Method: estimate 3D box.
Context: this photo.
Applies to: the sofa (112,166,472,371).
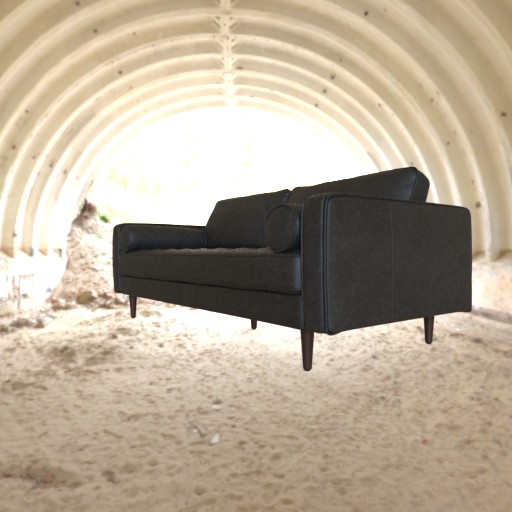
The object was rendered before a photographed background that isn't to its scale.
[{"bbox_3d":[0.000,0.000,2.331,0.921,0.770,1.879,0,0,-37],"label":"sofa"}]
